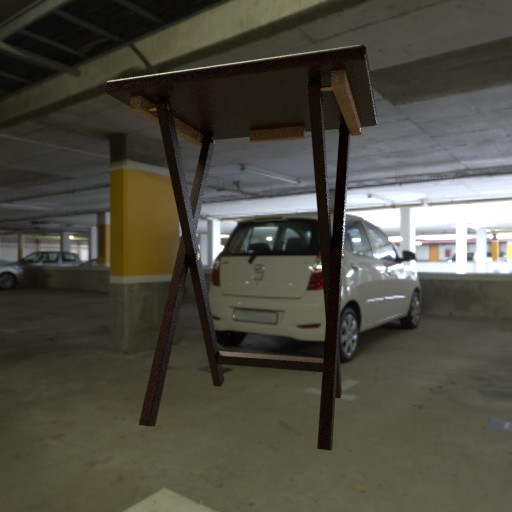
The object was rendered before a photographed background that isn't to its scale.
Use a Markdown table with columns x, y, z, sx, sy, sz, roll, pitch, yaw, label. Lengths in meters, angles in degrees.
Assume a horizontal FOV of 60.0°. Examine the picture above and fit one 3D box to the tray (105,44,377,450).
| x | y | z | sx | sy | sz | roll | pitch | yaw | label |
| --- | --- | --- | --- | --- | --- | --- | --- | --- | --- |
| 0.000 | 0.000 | 0.942 | 0.483 | 0.660 | 0.381 | 0 | 0 | 18 | tray |
